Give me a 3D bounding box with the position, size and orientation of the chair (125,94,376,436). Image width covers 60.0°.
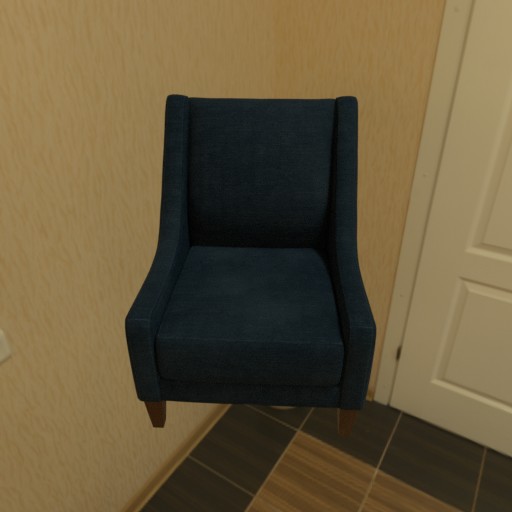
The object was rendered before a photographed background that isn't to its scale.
[{"bbox_3d":[0.000,0.000,1.652,0.774,1.014,0.870,1,30,3],"label":"chair"}]
